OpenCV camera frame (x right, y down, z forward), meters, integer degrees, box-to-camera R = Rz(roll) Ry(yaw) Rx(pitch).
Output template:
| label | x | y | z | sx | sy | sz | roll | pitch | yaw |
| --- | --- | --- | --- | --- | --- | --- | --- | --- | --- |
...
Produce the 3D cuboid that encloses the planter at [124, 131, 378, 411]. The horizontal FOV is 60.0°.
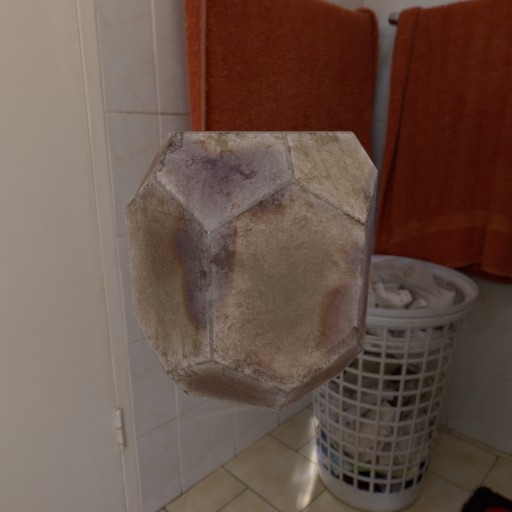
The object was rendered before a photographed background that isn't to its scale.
| label | x | y | z | sx | sy | sz | roll | pitch | yaw |
| --- | --- | --- | --- | --- | --- | --- | --- | --- | --- |
| planter | 0.000 | 0.000 | 0.439 | 0.221 | 0.238 | 0.243 | -15 | 21 | -42 |
